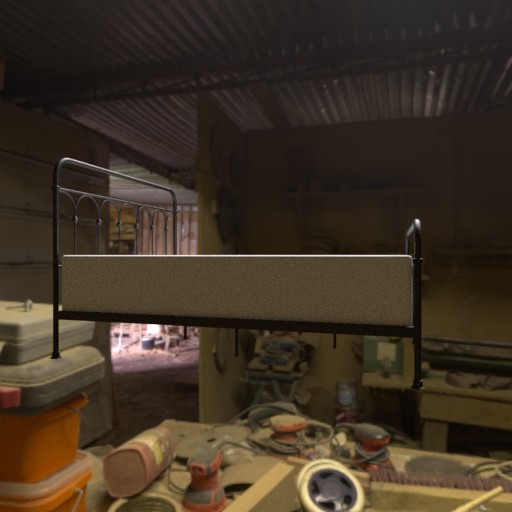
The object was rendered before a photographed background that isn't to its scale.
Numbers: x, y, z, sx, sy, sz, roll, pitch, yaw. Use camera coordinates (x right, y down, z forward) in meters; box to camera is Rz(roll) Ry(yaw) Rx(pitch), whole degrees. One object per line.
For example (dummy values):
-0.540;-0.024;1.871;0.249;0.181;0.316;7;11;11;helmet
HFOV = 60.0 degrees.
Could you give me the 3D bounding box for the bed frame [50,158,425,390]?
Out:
0.000;0.000;3.226;2.203;1.276;1.664;0;0;17;bed frame
